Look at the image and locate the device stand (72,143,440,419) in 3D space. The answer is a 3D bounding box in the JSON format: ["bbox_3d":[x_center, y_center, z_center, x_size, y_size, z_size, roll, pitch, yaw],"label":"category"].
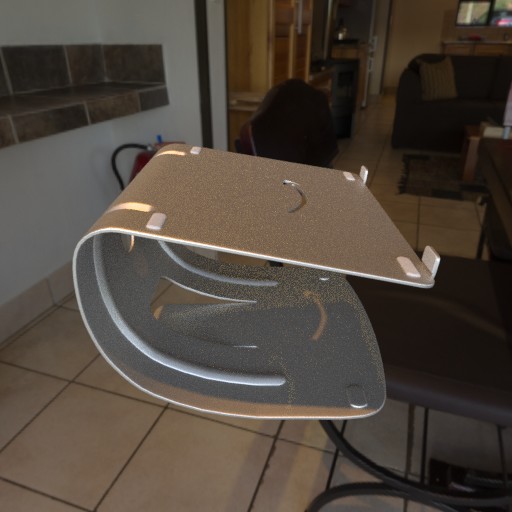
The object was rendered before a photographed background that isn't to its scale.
[{"bbox_3d":[0.000,0.000,0.408,0.236,0.155,0.256,0,26,0],"label":"device stand"}]
